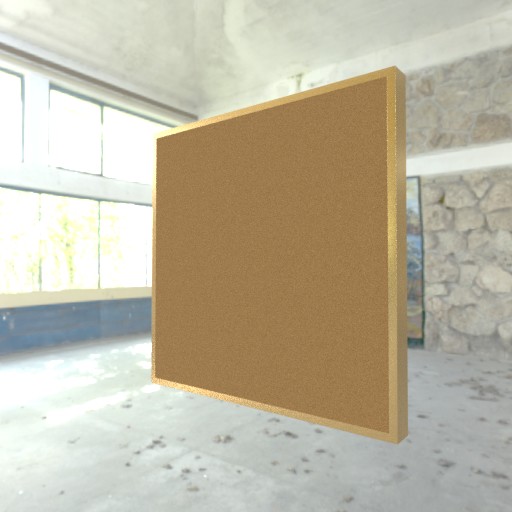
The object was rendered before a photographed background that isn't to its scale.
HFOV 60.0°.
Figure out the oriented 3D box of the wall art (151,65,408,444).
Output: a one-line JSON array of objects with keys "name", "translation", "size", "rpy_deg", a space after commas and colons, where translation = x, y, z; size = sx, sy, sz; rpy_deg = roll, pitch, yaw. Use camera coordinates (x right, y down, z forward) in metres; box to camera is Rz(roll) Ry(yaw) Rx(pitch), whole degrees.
[{"name": "wall art", "translation": [0.000, 0.000, 0.767], "size": [0.509, 0.509, 0.040], "rpy_deg": [-1, -2, 38]}]
